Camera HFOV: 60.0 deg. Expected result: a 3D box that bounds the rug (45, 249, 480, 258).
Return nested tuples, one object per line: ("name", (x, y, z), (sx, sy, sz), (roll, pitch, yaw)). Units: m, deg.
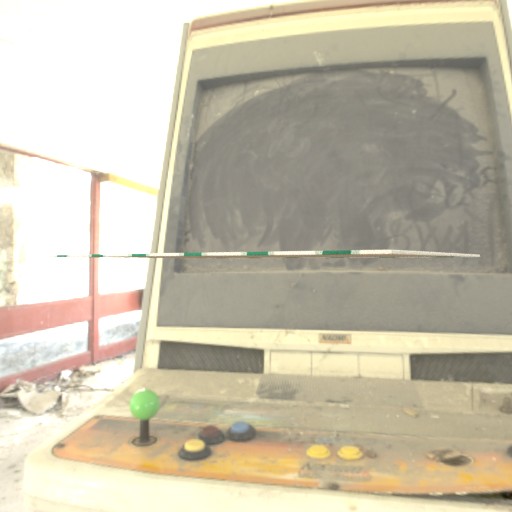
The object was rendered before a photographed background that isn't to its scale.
("rug", (0.000, 0.000, 2.228), (1.829, 0.012, 1.210), (0, -1, 37))
